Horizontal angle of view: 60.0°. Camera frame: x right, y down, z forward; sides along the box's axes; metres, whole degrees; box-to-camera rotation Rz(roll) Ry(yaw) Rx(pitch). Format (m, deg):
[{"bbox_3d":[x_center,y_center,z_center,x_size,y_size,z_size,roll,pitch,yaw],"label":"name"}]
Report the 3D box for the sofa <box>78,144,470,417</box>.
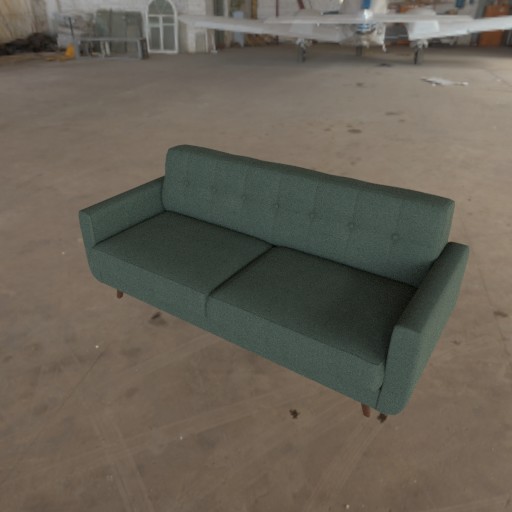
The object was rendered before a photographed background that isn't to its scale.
[{"bbox_3d":[0.000,0.000,2.492,2.029,0.841,0.909,18,34,29],"label":"sofa"}]
